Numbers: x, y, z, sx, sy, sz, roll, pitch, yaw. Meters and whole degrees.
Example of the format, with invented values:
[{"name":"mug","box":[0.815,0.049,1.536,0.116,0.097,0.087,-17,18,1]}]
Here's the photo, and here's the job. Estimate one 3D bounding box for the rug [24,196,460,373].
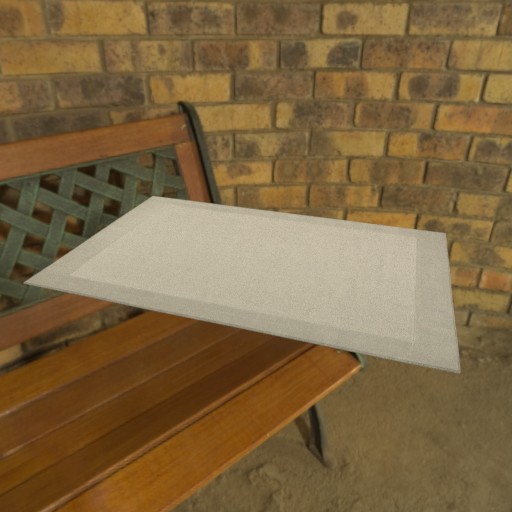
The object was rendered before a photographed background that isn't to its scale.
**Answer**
[{"name":"rug","box":[0.000,0.000,2.961,2.438,0.014,1.524,9,30,16]}]
